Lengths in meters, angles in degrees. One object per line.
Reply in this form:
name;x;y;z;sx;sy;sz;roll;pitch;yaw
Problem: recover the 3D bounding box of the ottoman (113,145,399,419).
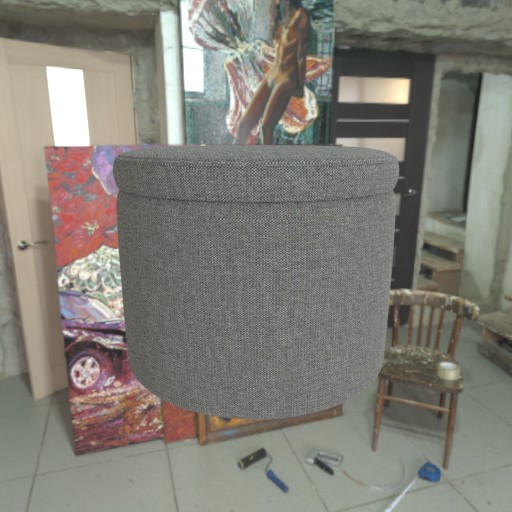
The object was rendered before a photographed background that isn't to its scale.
ottoman;0.000;0.000;0.884;0.520;0.430;0.520;0;15;0
